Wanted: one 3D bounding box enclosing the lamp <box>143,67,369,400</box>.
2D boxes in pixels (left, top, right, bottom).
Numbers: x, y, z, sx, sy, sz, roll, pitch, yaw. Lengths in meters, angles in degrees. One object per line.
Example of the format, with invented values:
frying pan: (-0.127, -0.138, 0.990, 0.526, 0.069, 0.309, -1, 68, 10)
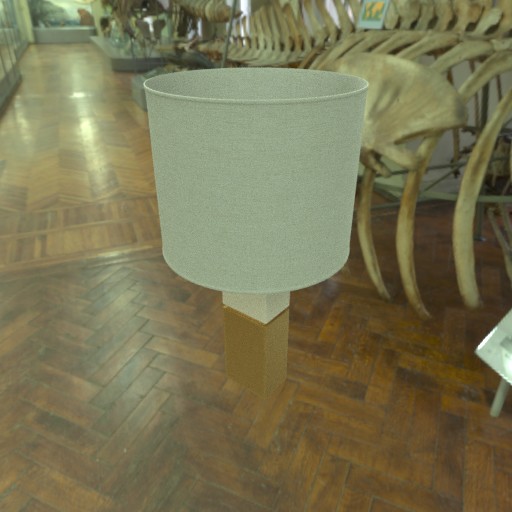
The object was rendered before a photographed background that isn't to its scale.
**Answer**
lamp: (0.000, 0.000, 0.561, 0.229, 0.417, 0.229, 21, 35, 33)
